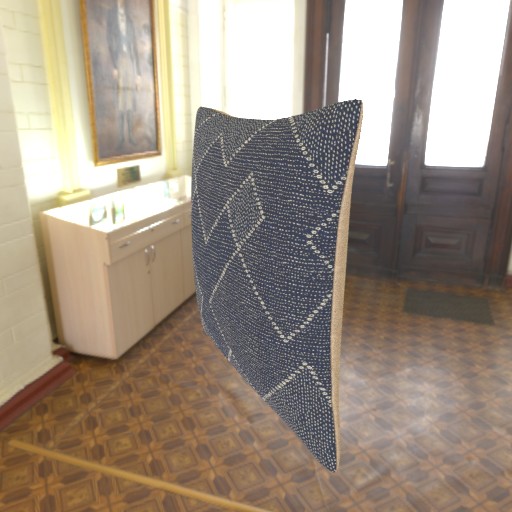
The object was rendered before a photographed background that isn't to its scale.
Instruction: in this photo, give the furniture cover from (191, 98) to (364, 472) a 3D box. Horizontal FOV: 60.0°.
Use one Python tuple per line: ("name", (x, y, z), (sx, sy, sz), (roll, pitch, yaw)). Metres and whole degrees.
("furniture cover", (0.000, 0.000, 0.770), (0.162, 0.503, 0.511), (-9, 19, -26))
